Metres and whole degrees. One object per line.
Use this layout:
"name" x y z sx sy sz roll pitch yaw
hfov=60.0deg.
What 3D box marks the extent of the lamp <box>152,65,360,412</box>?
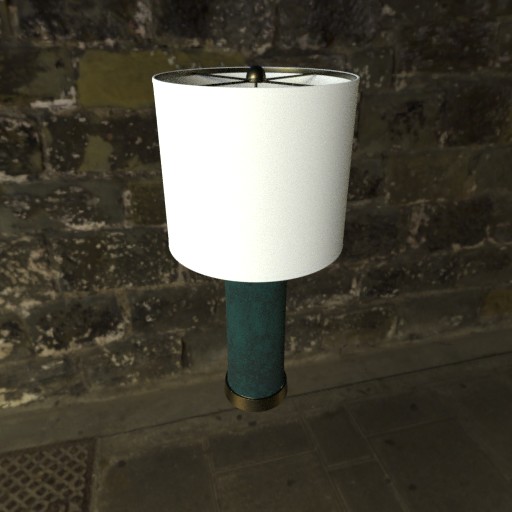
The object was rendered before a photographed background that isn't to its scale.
"lamp" 0.000 0.000 0.794 0.301 0.630 0.301 0 27 0
